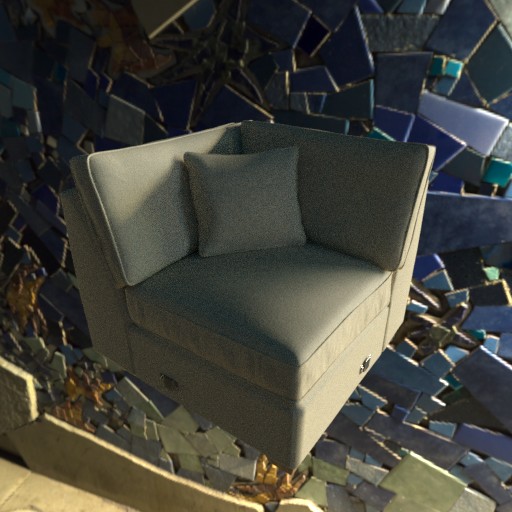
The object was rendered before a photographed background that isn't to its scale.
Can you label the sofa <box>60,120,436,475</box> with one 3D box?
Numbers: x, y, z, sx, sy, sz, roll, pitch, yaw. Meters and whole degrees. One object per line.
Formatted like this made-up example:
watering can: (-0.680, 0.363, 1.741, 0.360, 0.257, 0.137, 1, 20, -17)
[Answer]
sofa: (0.000, 0.000, 1.923, 1.146, 1.002, 1.084, 18, 32, 31)
